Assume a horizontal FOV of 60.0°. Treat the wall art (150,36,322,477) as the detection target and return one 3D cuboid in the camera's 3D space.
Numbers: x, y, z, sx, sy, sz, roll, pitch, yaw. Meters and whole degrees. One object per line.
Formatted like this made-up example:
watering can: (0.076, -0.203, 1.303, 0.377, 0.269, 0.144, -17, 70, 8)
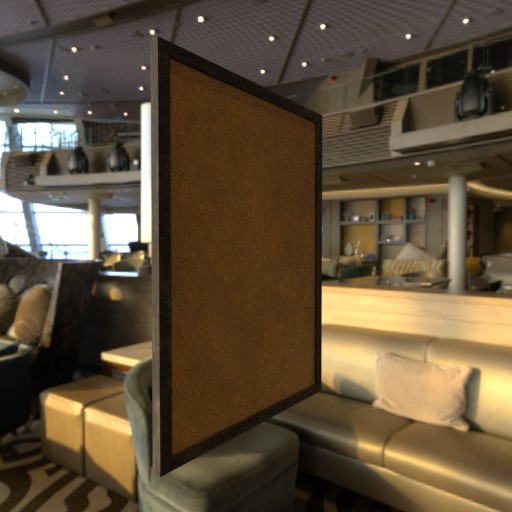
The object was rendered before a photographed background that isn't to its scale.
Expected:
wall art: (0.000, 0.000, 1.402, 0.029, 1.066, 0.812, 1, 2, 37)
